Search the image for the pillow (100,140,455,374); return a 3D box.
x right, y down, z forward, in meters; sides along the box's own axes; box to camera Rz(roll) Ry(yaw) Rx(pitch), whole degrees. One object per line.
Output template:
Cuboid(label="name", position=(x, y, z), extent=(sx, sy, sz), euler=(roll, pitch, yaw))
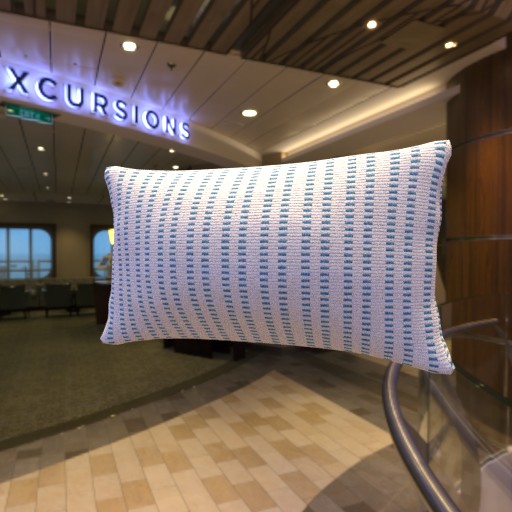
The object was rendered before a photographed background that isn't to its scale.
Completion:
Cuboid(label="pillow", position=(0.000, 0.000, 0.781), extent=(0.640, 0.353, 0.210), euler=(0, 0, 20))
